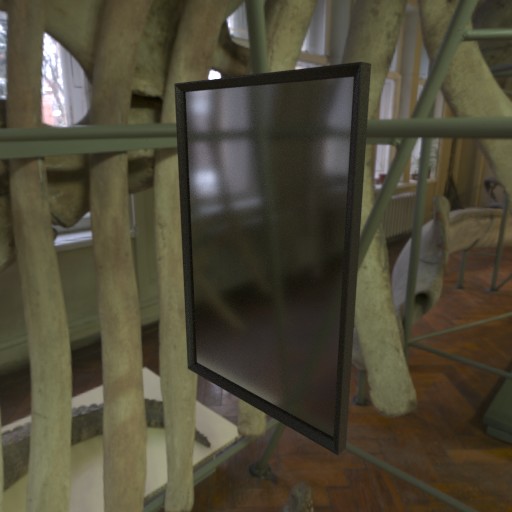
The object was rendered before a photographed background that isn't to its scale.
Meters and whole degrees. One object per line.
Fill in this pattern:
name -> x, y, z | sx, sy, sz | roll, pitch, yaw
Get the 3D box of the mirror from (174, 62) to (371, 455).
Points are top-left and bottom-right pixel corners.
mirror -> 0.000, 0.000, 1.204 | 0.609, 0.915, 0.041 | 15, 21, 42
